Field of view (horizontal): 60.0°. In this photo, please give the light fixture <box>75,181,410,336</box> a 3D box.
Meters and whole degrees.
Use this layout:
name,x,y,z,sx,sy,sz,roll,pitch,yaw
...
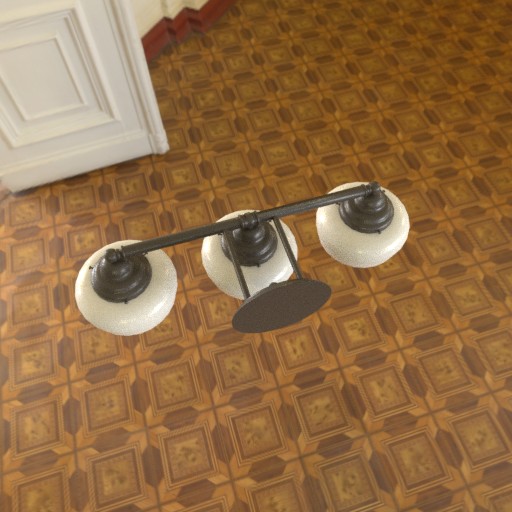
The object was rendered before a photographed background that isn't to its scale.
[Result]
name,x,y,z,sx,sy,sz,roll,pitch,yaw
light fixture,0.000,0.000,0.706,0.587,0.242,0.239,-15,61,-9
